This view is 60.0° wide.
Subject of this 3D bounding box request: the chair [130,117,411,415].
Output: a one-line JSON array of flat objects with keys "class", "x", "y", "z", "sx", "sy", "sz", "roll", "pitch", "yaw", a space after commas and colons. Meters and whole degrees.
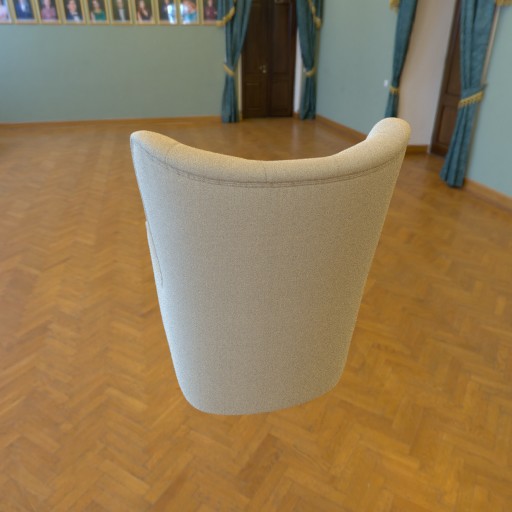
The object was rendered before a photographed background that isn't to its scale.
[{"class": "chair", "x": 0.000, "y": 0.000, "z": 1.720, "sx": 0.831, "sy": 1.079, "sz": 0.929, "roll": -7, "pitch": 27, "yaw": -13}]
